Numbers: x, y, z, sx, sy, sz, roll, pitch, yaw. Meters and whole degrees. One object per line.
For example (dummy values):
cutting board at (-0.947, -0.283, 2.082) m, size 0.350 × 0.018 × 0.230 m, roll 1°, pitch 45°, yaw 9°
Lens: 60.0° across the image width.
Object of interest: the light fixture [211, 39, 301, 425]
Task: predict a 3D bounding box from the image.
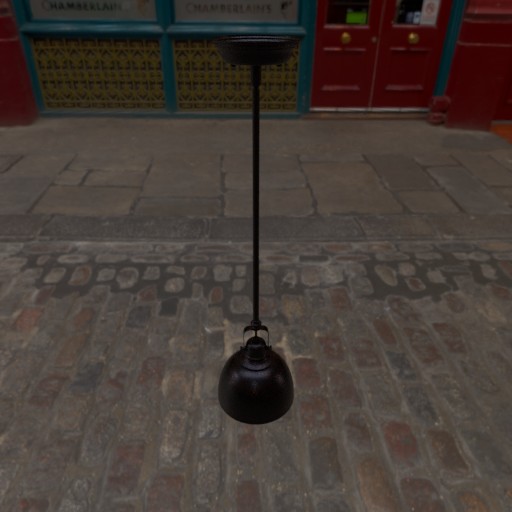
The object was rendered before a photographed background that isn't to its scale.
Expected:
light fixture at (0.000, 0.000, 0.868) m, size 0.182 × 0.768 × 0.182 m, roll -1°, pitch 31°, yaw -2°
